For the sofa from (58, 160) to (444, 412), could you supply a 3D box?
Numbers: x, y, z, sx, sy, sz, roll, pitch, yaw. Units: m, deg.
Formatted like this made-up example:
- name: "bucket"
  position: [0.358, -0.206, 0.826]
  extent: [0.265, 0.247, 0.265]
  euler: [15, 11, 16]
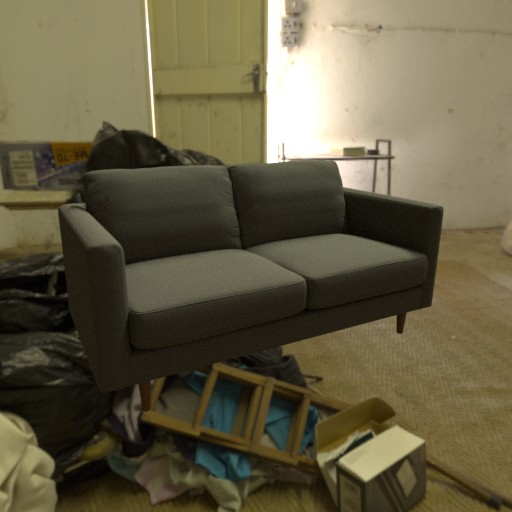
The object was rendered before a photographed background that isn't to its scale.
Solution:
- name: "sofa"
  position: [0.000, 0.000, 2.227]
  extent: [1.713, 0.866, 0.940]
  euler: [-9, 19, -28]
